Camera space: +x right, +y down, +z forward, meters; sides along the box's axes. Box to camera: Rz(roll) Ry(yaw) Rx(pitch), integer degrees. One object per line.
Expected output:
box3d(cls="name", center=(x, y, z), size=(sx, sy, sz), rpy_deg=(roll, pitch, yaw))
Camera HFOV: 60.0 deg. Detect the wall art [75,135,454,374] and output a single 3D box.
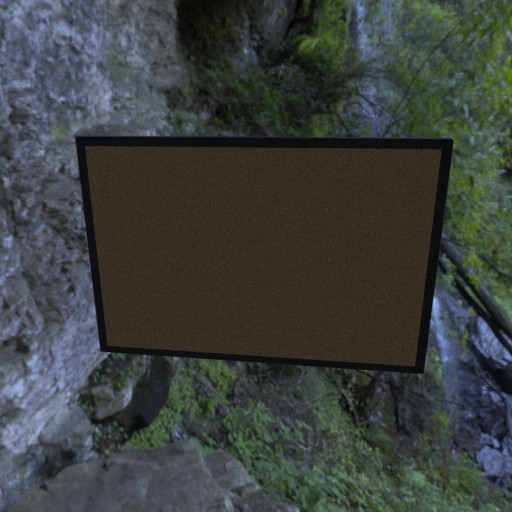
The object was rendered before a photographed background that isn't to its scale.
box3d(cls="wall art", center=(0.000, 0.000, 0.786), size=(0.610, 0.409, 0.038), rpy_deg=(2, 18, 7))
